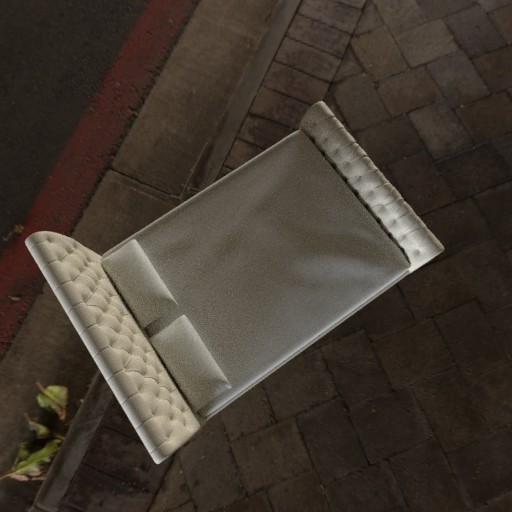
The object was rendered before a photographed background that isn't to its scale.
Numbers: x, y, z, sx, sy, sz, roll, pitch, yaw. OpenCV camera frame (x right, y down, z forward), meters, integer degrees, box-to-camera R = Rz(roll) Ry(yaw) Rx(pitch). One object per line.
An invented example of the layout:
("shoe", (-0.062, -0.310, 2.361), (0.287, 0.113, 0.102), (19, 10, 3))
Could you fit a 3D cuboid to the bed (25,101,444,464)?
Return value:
("bed", (0.000, 0.000, 3.415), (2.493, 1.268, 1.606), (-34, 78, -8))
